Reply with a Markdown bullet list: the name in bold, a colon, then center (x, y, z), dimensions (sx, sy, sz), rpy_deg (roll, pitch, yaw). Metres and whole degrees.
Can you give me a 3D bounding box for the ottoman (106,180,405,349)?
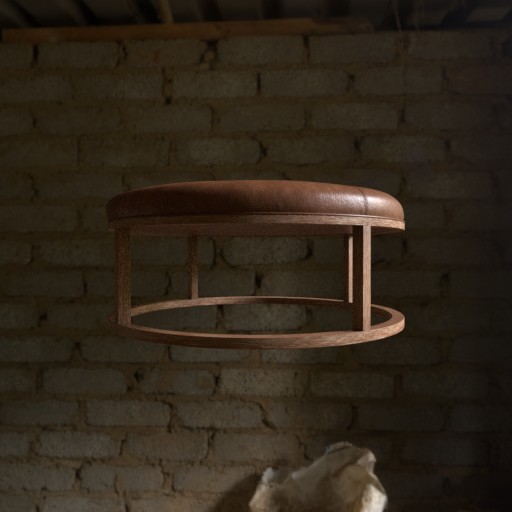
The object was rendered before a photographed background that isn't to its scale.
- **ottoman**: center (0.000, 0.000, 1.570), dimensions (1.006, 0.445, 1.006), rpy_deg (0, 1, 0)
